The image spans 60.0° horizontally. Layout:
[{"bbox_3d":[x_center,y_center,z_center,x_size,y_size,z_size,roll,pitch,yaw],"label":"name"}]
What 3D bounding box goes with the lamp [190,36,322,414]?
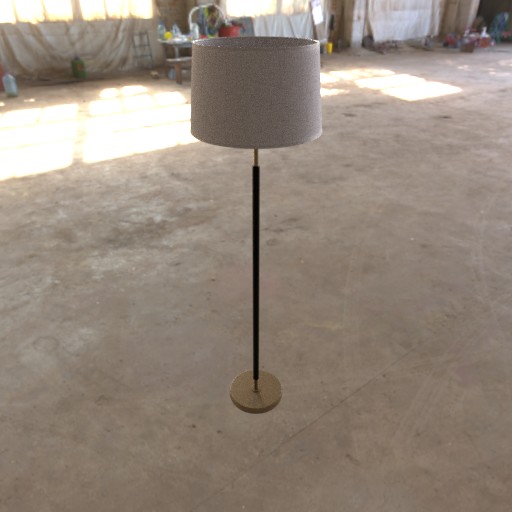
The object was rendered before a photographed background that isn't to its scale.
[{"bbox_3d":[0.000,0.000,1.654,0.420,1.447,0.420,0,30,0],"label":"lamp"}]
